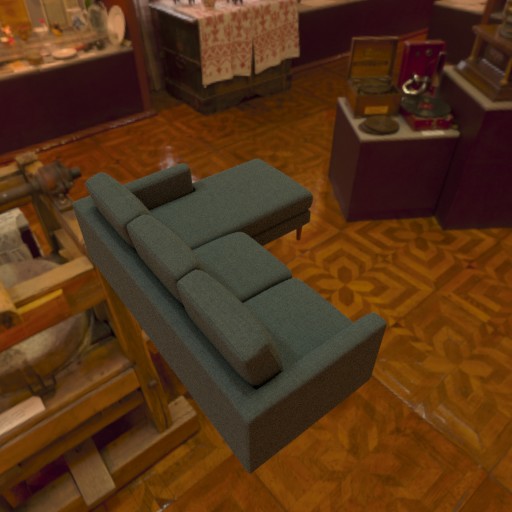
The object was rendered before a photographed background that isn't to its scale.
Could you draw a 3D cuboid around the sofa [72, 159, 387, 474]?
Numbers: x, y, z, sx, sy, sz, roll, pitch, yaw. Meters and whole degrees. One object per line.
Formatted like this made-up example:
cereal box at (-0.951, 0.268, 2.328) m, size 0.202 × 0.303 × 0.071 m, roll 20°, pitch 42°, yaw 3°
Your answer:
sofa at (0.000, 0.000, 2.989) m, size 1.667 × 0.957 × 2.055 m, roll -27°, pitch 48°, yaw -27°
